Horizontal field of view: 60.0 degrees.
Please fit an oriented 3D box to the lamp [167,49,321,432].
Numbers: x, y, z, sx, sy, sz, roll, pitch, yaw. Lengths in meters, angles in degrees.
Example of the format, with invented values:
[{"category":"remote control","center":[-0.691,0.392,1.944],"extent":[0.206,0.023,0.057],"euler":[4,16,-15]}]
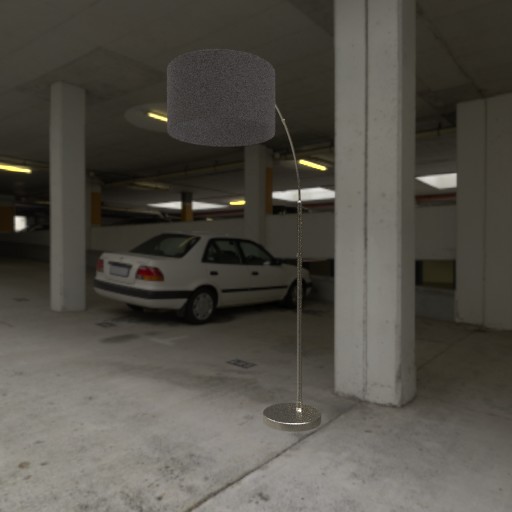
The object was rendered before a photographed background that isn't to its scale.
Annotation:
[{"category":"lamp","center":[0.000,0.000,2.075],"extent":[0.452,1.735,0.934],"euler":[0,1,37]}]
